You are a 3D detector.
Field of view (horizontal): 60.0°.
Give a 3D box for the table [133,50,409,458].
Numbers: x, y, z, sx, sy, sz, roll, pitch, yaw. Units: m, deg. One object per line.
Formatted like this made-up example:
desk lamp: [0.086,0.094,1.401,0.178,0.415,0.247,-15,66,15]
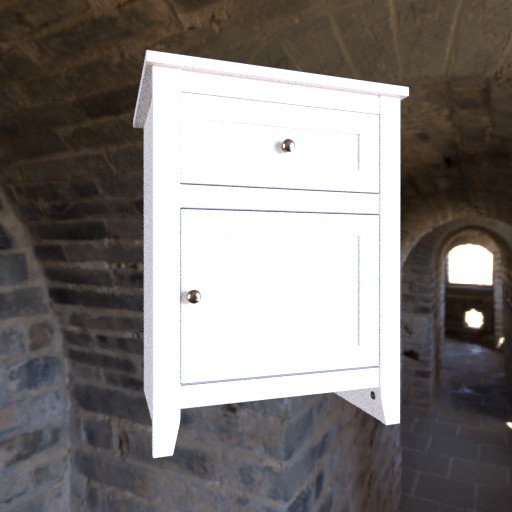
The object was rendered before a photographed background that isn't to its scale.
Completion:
table: [0.000,0.000,0.936,0.480,0.635,0.381,0,0,-18]
